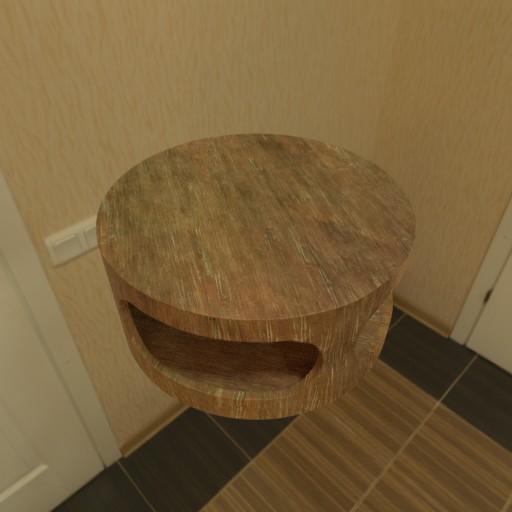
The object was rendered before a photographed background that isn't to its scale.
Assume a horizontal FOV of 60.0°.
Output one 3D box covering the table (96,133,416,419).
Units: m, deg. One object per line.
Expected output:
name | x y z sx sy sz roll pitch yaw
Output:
table | 0.000 0.000 1.543 0.974 0.450 0.974 0 41 0
